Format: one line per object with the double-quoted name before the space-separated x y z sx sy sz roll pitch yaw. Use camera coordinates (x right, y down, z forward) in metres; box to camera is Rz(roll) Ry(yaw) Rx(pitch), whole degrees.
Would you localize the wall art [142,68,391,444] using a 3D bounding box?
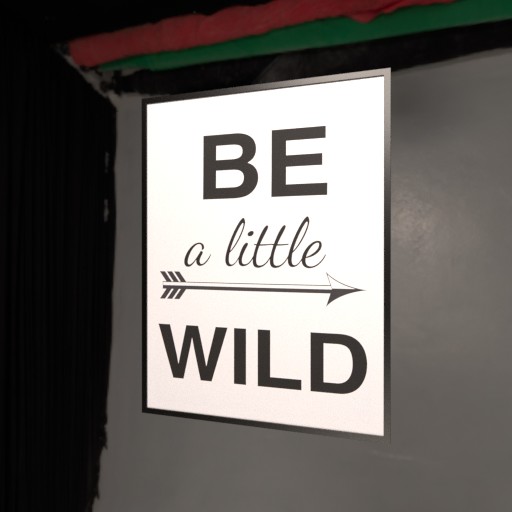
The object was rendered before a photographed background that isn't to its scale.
"wall art" 0.000 0.000 0.760 0.442 0.582 0.013 0 0 18
